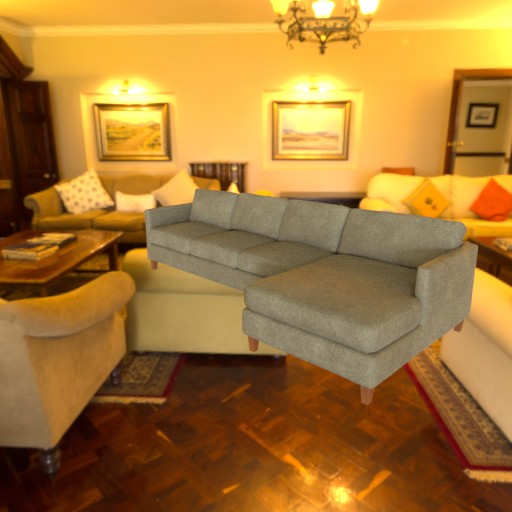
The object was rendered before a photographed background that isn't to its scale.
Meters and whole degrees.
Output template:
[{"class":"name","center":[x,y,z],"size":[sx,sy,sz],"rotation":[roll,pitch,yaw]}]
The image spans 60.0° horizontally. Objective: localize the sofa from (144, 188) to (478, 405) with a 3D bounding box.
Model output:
[{"class":"sofa","center":[0.000,0.000,4.195],"size":[3.471,0.950,1.604],"rotation":[15,21,42]}]
